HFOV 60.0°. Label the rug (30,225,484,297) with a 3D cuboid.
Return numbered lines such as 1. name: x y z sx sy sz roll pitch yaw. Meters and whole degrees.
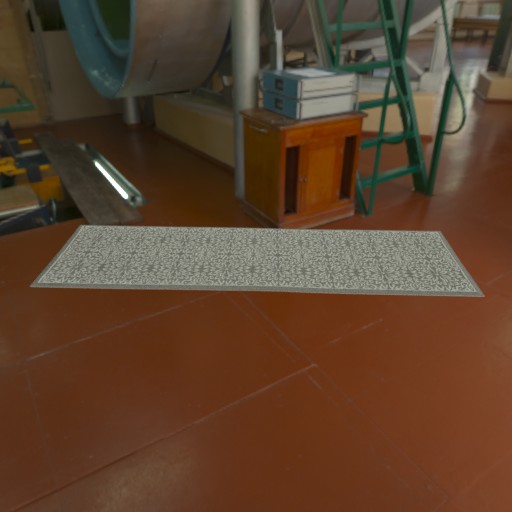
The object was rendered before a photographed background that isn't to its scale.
1. rug: 0.000 0.000 2.418 2.196 0.011 0.662 1 31 2
